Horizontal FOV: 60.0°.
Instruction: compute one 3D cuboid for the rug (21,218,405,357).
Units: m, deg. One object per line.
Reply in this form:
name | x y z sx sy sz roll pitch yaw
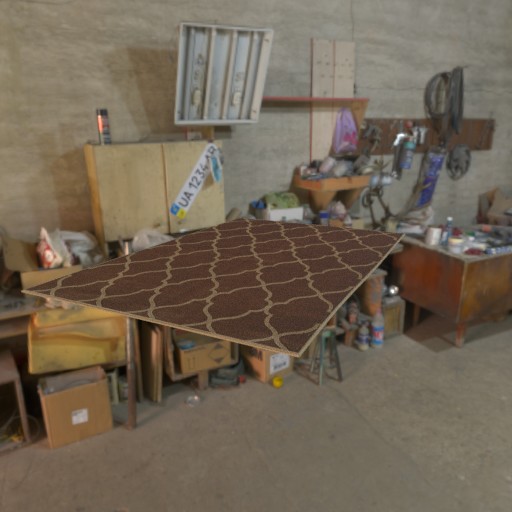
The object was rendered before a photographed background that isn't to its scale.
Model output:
rug | 0.000 0.000 2.904 1.528 0.014 2.294 8 17 26
